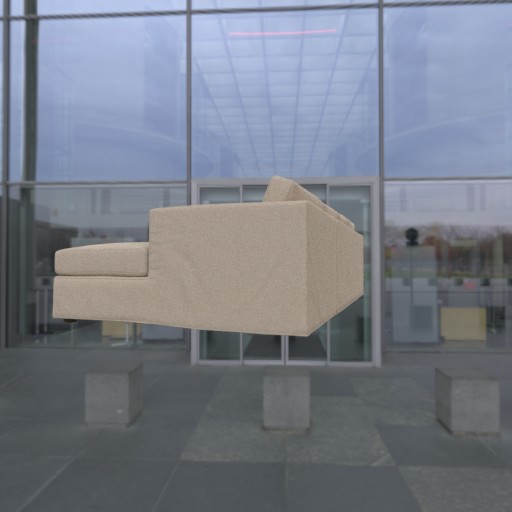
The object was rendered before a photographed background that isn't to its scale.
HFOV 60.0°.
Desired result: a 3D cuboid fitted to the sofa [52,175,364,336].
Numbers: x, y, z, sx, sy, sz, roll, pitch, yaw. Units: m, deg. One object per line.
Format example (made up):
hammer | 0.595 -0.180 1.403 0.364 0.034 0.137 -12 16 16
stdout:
sofa | 0.000 0.000 3.984 1.622 0.867 3.177 0 -1 19
